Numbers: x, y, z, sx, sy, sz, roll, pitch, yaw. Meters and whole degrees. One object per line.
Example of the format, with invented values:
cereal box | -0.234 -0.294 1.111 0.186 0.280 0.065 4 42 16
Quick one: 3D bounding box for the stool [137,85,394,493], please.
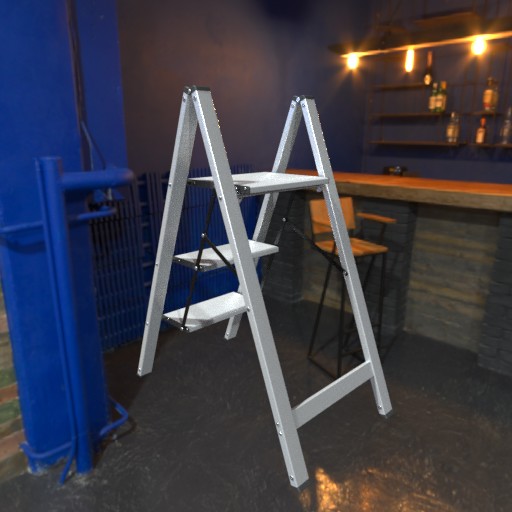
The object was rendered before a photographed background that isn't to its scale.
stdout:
stool | 0.000 0.000 1.294 0.441 0.902 0.730 -15 21 -42
